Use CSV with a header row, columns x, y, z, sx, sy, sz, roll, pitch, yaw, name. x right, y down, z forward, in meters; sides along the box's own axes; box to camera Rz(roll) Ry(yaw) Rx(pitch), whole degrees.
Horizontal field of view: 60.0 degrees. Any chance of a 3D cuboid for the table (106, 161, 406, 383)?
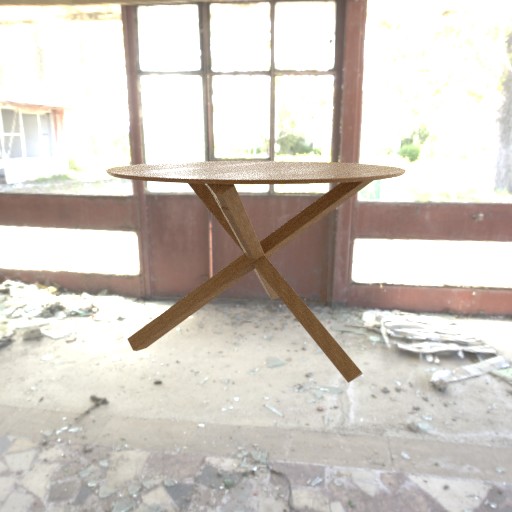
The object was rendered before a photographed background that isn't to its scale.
x,y,z,sx,sy,sz,roll,pitch,yaw,name
0.000,0.000,1.695,1.038,0.666,1.038,0,15,0,table
